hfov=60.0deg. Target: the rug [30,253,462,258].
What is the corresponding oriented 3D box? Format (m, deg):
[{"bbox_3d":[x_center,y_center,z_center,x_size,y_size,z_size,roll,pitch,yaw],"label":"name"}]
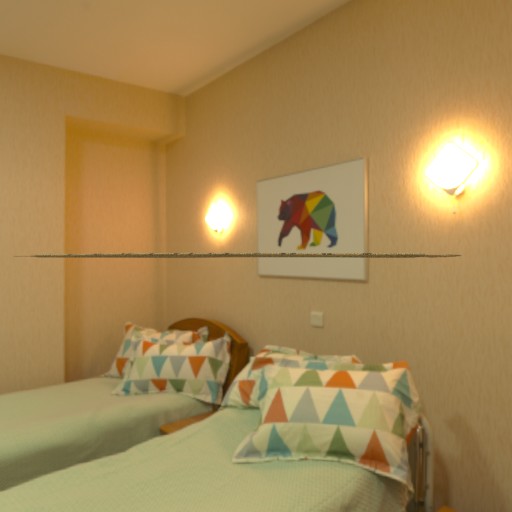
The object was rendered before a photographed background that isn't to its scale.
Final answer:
[{"bbox_3d":[0.000,0.000,4.073,3.213,0.030,2.388,0,0,18],"label":"rug"}]
